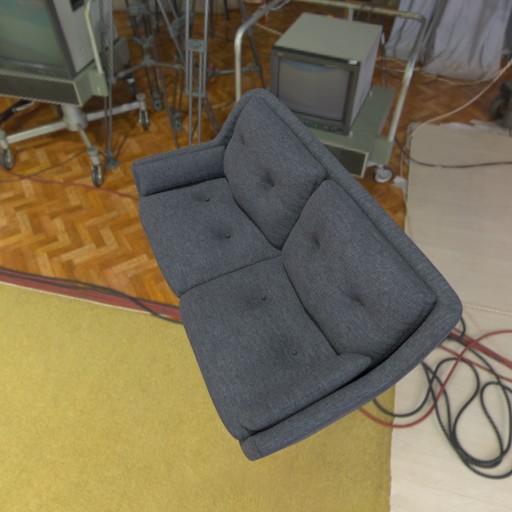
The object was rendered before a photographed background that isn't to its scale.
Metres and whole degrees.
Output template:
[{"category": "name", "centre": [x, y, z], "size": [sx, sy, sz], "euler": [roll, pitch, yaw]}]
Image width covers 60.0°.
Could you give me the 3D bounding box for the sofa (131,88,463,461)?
[{"category": "sofa", "centre": [0.000, 0.000, 2.373], "size": [0.975, 0.896, 1.929], "euler": [-19, 52, -16]}]
